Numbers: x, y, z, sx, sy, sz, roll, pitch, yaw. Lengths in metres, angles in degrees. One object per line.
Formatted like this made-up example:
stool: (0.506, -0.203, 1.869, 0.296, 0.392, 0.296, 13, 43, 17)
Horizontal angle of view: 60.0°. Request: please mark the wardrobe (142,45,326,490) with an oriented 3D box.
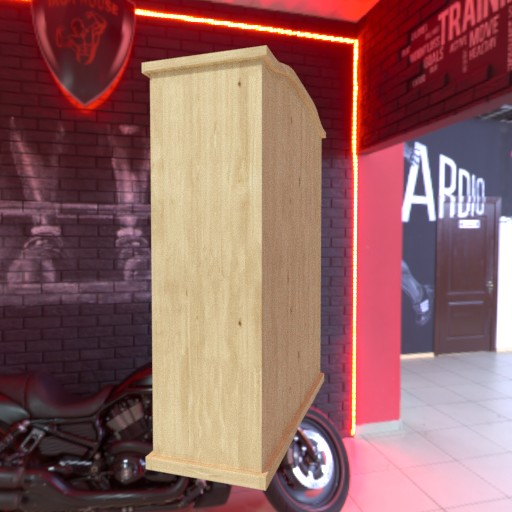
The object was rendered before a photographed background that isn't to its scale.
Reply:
wardrobe: (0.000, 0.000, 2.582, 0.570, 1.870, 1.500, 1, 2, 18)
